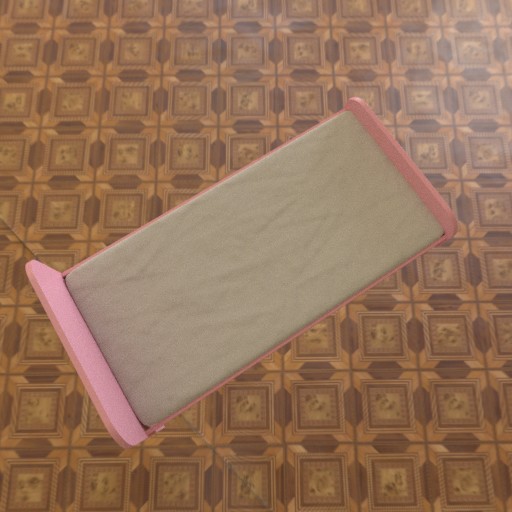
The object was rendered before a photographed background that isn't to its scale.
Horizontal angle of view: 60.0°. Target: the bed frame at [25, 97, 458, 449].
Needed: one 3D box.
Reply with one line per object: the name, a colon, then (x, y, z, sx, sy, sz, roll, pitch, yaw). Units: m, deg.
bed frame: (0.000, 0.000, 2.449, 1.963, 0.805, 0.998, -32, 77, -8)
